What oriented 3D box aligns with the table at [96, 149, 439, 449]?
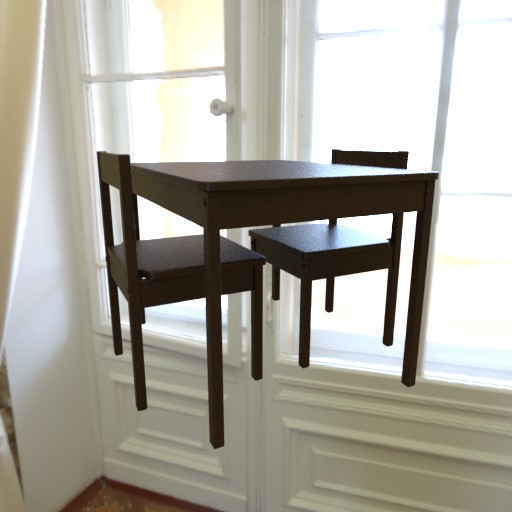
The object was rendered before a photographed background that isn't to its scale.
[{"bbox_3d":[0.000,0.000,1.091,0.672,0.503,0.650,-7,16,-25],"label":"table"}]
